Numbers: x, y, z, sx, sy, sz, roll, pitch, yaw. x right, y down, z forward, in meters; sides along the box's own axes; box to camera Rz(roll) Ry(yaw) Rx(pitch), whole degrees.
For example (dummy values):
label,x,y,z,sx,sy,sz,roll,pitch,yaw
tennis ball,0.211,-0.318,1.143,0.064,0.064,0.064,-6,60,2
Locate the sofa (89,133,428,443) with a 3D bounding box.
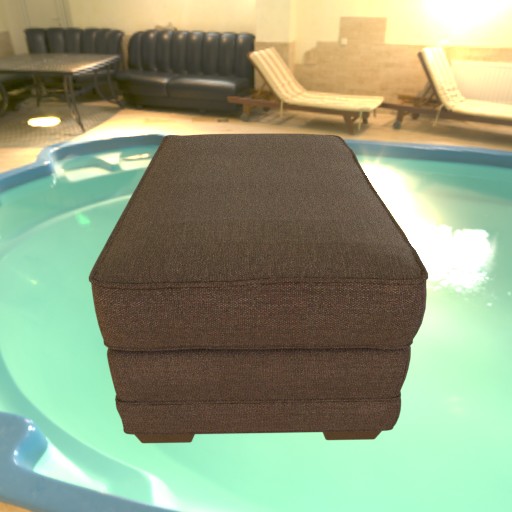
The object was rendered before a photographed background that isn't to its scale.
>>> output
label,x,y,z,sx,sy,sz,roll,pitch,yaw
sofa,0.000,0.000,1.174,0.578,0.457,0.854,-1,31,-1
